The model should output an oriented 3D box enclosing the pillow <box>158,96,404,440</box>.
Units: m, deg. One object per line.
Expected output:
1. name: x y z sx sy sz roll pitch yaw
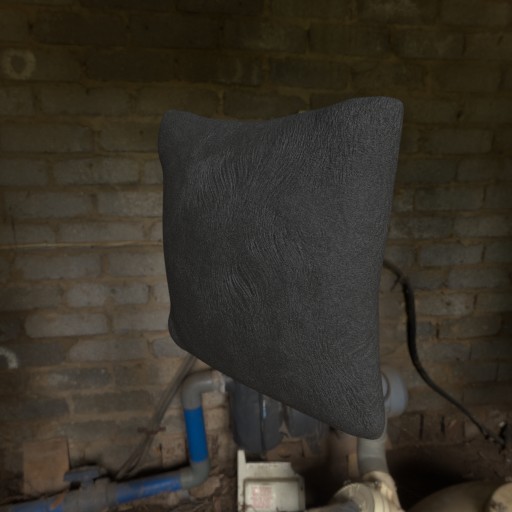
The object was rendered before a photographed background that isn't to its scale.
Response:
1. pillow: 0.000 0.000 0.797 0.533 0.523 0.210 13 20 41
